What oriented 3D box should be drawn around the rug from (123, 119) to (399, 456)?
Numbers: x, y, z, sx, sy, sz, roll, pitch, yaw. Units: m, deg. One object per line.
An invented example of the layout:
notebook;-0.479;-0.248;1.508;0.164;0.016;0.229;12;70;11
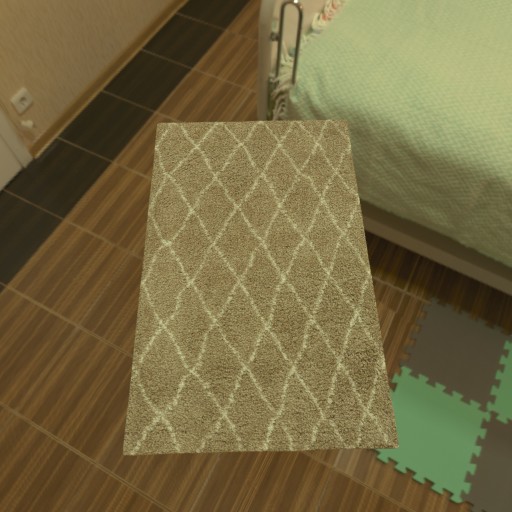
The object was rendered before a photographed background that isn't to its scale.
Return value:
rug;0.000;0.000;3.005;1.524;0.030;2.438;-1;62;-1
